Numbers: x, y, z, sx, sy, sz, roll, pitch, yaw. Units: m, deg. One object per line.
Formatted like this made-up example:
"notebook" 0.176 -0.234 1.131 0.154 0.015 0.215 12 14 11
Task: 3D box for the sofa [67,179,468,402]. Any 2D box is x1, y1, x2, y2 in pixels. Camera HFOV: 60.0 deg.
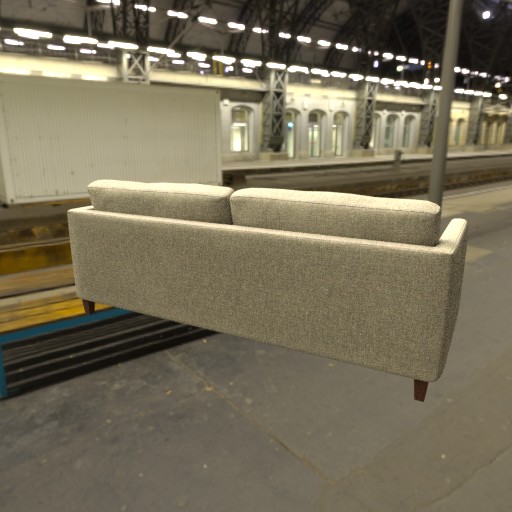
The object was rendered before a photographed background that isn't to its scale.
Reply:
"sofa" 0.000 0.000 2.888 2.434 0.951 0.948 8 17 27
